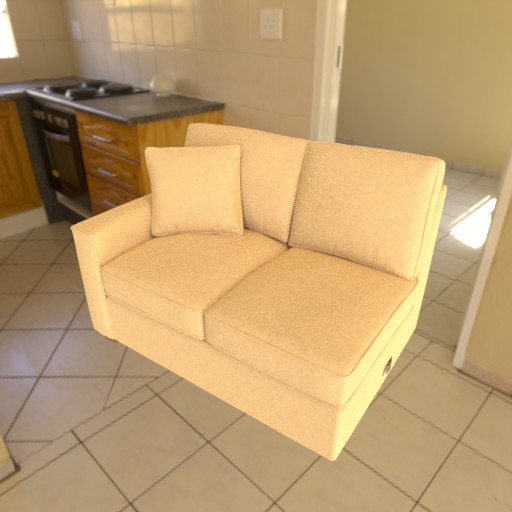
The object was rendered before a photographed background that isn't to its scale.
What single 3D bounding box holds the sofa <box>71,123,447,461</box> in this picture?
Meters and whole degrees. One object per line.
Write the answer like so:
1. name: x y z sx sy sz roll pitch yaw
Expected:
1. sofa: 0.000 0.000 2.056 1.388 0.989 0.991 18 34 30
